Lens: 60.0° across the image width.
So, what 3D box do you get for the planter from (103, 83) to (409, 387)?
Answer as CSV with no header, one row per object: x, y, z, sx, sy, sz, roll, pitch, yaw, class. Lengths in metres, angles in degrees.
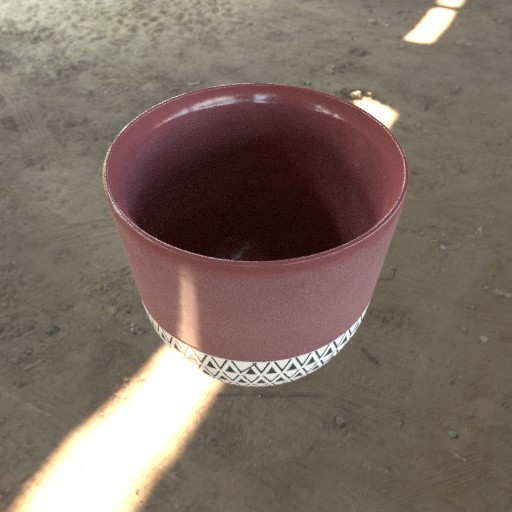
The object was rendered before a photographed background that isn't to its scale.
0.000,0.000,0.492,0.266,0.270,0.266,0,47,0,planter
